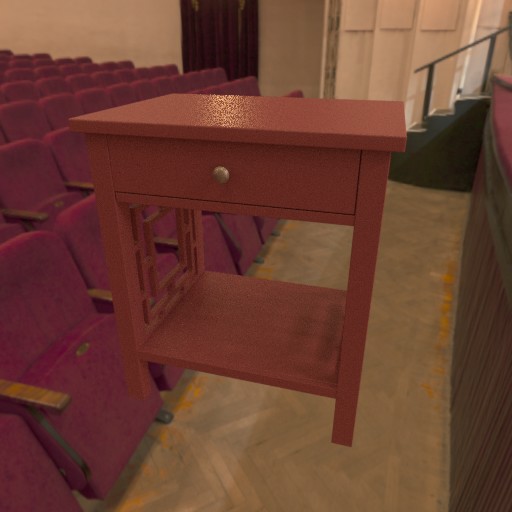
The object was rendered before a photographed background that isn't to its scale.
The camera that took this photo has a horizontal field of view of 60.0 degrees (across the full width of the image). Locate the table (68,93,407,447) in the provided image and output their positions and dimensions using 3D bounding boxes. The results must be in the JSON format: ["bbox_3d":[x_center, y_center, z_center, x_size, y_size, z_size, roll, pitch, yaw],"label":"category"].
[{"bbox_3d":[0.000,0.000,1.081,0.599,0.686,0.451,7,27,14],"label":"table"}]
